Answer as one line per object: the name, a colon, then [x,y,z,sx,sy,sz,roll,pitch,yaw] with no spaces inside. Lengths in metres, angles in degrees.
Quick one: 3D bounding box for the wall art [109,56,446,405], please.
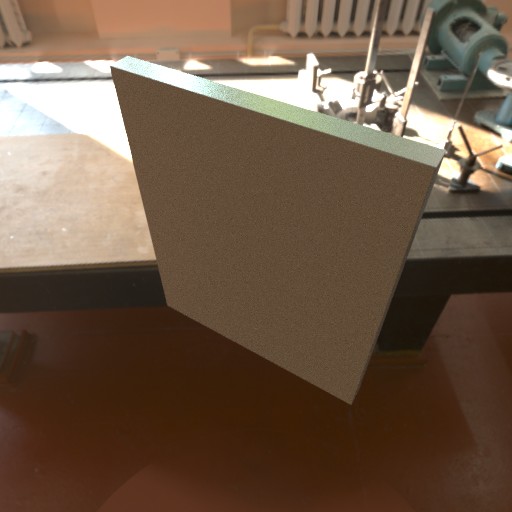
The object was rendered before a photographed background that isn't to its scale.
wall art: [0.000,0.000,0.741,0.452,0.549,0.038,24,51,21]
